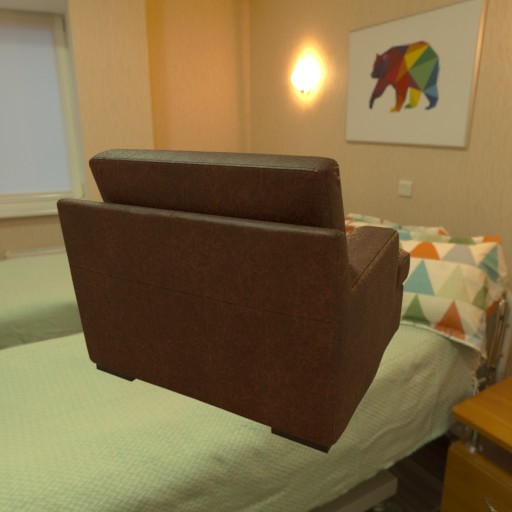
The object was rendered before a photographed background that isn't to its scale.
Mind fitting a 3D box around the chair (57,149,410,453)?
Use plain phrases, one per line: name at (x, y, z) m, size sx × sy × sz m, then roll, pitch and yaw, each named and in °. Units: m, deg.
chair at (0.000, 0.000, 1.957) m, size 1.168 × 0.939 × 1.143 m, roll 9°, pitch 19°, yaw 28°
